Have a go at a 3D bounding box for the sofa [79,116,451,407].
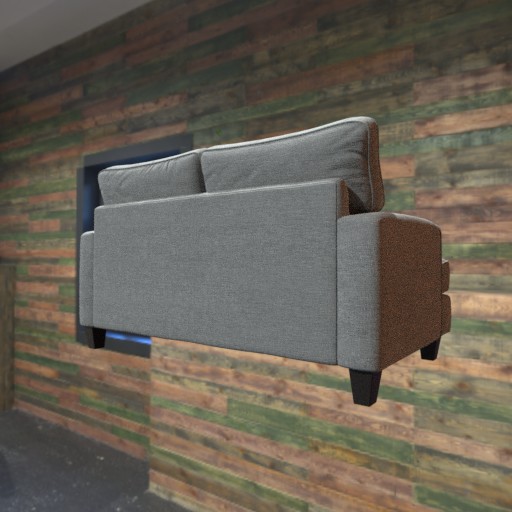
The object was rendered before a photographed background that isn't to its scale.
[{"bbox_3d":[0.000,0.000,2.214,1.651,0.965,0.965,0,0,37],"label":"sofa"}]
